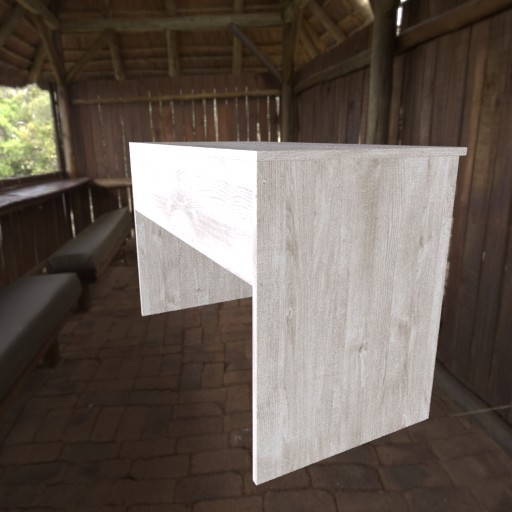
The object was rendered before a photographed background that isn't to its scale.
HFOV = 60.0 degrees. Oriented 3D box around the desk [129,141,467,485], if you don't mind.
[{"bbox_3d":[0.000,0.000,1.493,0.560,0.730,1.100,-8,17,-26],"label":"desk"}]
